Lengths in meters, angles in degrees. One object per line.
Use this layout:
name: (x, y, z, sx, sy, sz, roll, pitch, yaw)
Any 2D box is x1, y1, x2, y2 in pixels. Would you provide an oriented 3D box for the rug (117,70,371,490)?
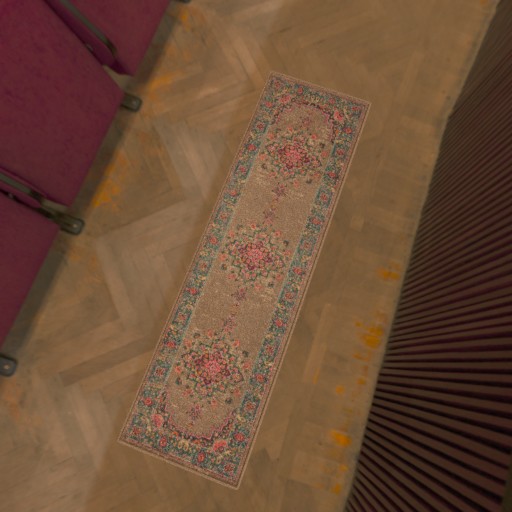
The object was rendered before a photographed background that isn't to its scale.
rug: (0.000, 0.000, 2.465, 0.659, 0.019, 2.297, 20, 77, 5)
